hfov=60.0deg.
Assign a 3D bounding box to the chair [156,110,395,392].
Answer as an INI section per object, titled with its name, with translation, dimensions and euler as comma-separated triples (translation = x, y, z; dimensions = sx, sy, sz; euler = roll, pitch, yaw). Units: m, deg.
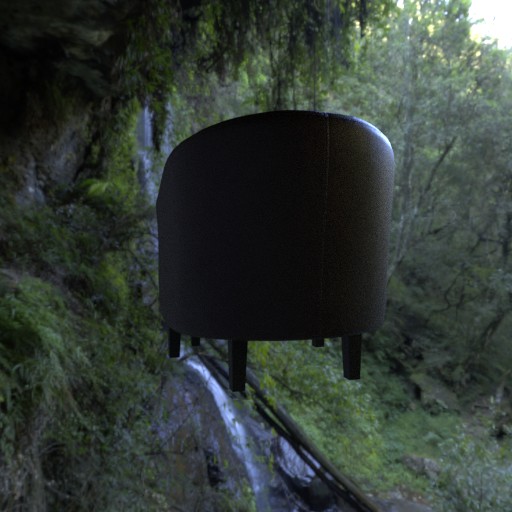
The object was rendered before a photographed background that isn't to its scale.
[chair]
translation = 0.000, 0.000, 1.683
dimensions = 0.737, 0.755, 1.176
euler = 0, 0, -18
